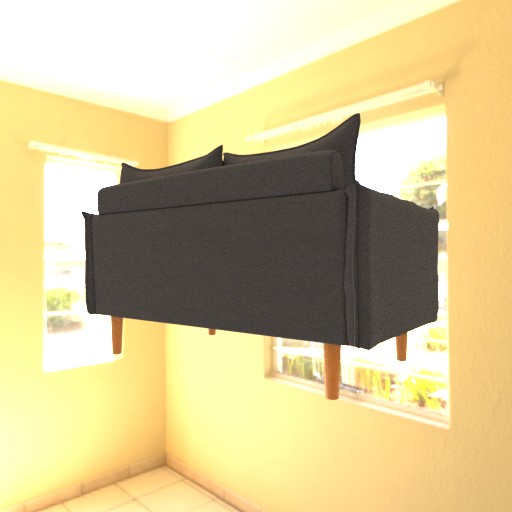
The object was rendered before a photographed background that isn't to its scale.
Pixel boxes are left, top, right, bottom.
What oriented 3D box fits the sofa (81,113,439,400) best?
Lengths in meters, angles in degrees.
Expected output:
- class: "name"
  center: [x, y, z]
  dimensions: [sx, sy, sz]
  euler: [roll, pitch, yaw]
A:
- class: "sofa"
  center: [0.000, 0.000, 1.842]
  dimensions: [1.300, 0.840, 0.820]
  euler: [0, -1, 37]
